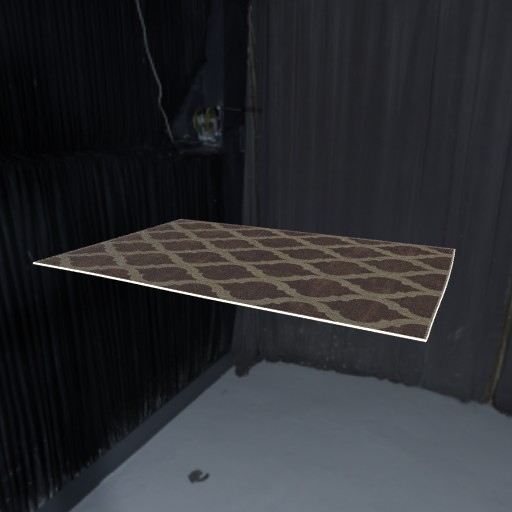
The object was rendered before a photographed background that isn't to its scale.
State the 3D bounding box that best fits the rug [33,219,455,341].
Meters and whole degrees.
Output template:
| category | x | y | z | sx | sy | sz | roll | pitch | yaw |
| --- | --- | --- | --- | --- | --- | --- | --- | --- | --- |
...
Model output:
| category | x | y | z | sx | sy | sz | roll | pitch | yaw |
| --- | --- | --- | --- | --- | --- | --- | --- | --- | --- |
| rug | 0.000 | 0.000 | 2.855 | 2.284 | 0.008 | 1.522 | 8 | 18 | 26 |
